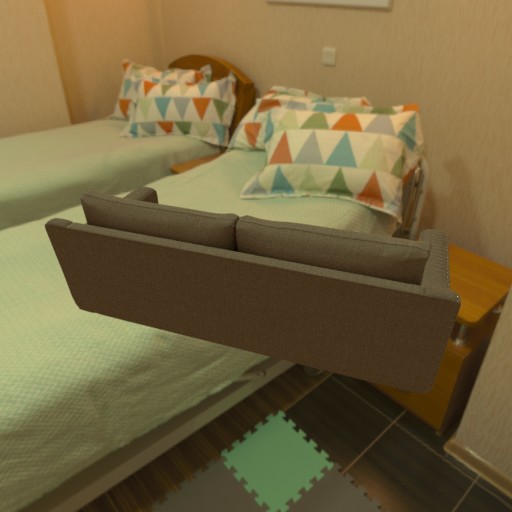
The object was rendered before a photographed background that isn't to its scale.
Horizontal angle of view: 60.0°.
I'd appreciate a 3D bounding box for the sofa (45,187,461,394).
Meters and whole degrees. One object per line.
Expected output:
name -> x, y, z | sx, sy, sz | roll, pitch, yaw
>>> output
sofa -> 0.000, 0.000, 2.745 | 2.208, 0.857, 1.000 | 10, 34, 16
